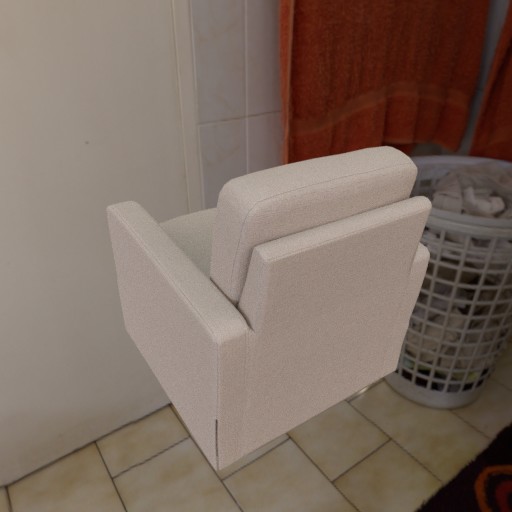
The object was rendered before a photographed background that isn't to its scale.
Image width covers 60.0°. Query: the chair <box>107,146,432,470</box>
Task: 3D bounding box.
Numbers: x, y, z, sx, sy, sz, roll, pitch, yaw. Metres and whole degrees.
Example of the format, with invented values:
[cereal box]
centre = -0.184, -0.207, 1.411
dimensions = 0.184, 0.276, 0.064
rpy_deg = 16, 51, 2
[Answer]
[chair]
centre = 0.000, 0.000, 1.499
dimensions = 0.755, 0.827, 0.888
rpy_deg = -18, 34, -28
